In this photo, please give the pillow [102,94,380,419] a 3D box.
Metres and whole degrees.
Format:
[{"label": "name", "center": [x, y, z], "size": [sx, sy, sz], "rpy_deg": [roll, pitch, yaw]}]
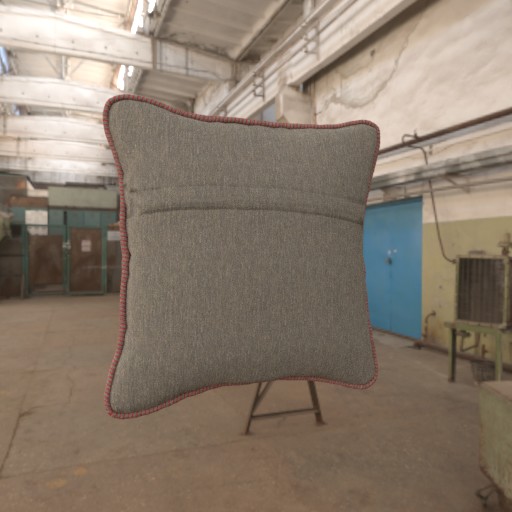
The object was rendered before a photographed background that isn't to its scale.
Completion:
[{"label": "pillow", "center": [0.000, 0.000, 0.739], "size": [0.482, 0.491, 0.124], "rpy_deg": [0, 1, -20]}]
